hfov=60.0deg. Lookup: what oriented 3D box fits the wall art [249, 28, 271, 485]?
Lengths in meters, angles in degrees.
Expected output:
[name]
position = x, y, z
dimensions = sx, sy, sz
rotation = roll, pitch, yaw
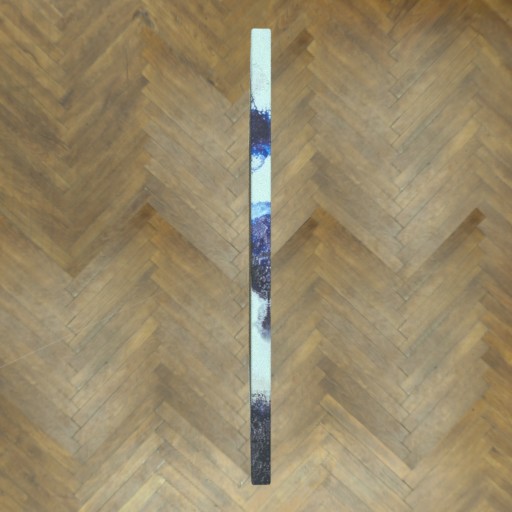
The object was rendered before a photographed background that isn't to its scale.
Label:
[wall art]
position = 0.000, 0.000, 1.301
dimensions = 0.038, 0.885, 0.887
rotation = 0, 90, -1
